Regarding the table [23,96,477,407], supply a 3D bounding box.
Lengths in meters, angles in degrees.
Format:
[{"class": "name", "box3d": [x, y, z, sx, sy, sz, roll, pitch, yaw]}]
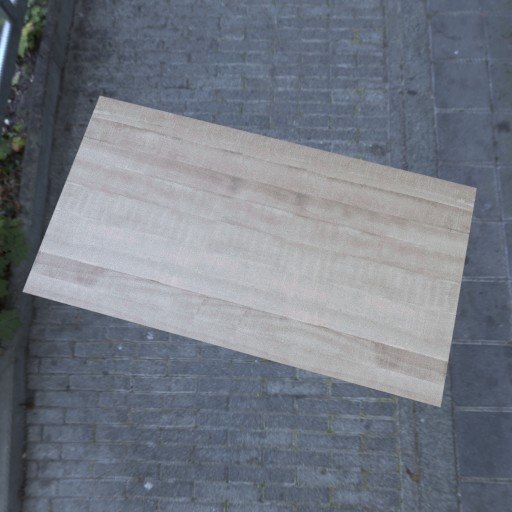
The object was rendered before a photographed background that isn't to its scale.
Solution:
[{"class": "table", "box3d": [0.000, 0.000, 1.337, 1.062, 0.393, 0.574, 15, 77, 3]}]
